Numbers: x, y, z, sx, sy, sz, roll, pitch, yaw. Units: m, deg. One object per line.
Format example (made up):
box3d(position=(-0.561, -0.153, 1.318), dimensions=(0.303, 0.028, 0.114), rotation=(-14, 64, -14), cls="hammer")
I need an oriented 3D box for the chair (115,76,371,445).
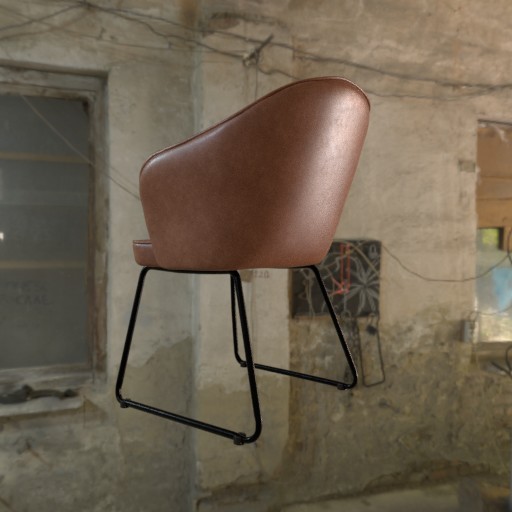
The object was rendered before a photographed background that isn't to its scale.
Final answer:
box3d(position=(0.000, 0.000, 1.186), dimensions=(0.580, 0.785, 0.582), rotation=(1, 2, 38), cls="chair")
